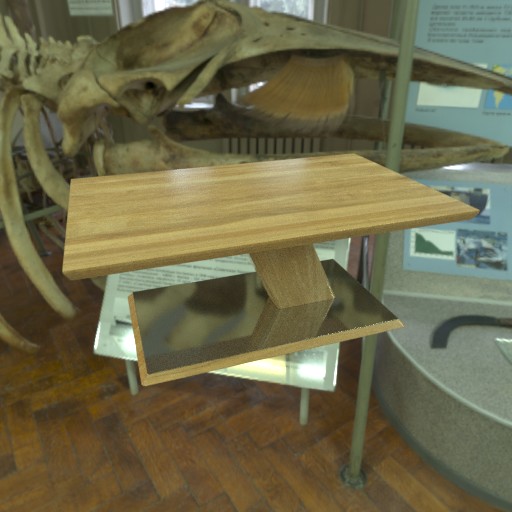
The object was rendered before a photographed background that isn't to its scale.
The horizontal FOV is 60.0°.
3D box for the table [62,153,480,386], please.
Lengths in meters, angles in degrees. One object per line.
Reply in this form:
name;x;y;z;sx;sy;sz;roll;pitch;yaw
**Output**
table;0.000;0.000;1.483;1.100;0.441;0.692;-9;28;-17
